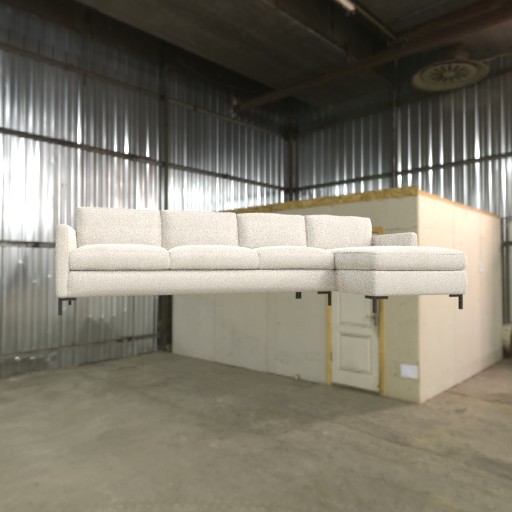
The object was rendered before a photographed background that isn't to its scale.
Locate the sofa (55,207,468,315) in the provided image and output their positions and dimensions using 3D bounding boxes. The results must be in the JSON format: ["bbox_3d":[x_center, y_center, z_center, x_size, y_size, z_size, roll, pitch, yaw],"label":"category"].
[{"bbox_3d":[0.000,0.000,2.924,2.445,0.677,1.126,0,-1,-18],"label":"sofa"}]
